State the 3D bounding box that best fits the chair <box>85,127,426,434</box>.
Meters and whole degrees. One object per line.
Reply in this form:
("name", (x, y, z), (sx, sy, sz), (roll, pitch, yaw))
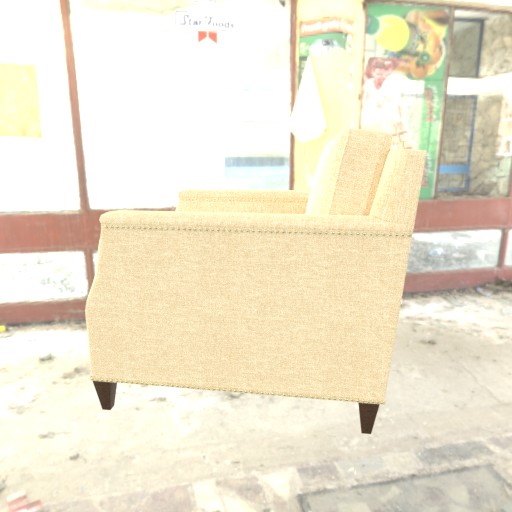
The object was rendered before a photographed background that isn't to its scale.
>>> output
("chair", (0.000, 0.000, 1.739), (1.041, 0.940, 0.838), (2, 14, 8))
